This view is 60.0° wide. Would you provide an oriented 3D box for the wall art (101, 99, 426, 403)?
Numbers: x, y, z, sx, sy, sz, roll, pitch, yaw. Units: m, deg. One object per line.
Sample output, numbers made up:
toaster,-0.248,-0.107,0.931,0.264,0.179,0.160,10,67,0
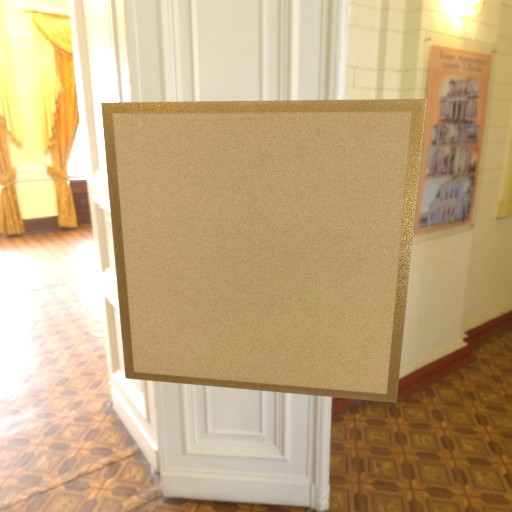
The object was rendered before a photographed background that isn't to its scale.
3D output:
wall art,0.000,0.000,0.771,0.510,0.509,0.033,2,16,9
